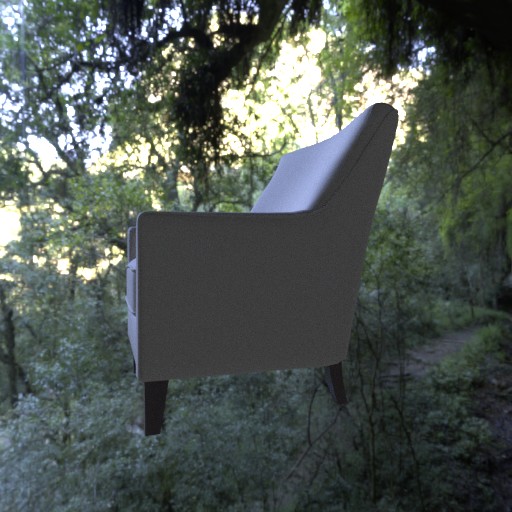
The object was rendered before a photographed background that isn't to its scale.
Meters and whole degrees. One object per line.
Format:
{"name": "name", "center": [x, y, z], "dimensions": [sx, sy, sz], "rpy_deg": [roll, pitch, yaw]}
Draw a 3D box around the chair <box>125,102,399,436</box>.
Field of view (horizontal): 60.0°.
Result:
{"name": "chair", "center": [0.000, 0.000, 1.565], "dimensions": [0.879, 0.916, 0.756], "rpy_deg": [0, 0, -18]}
